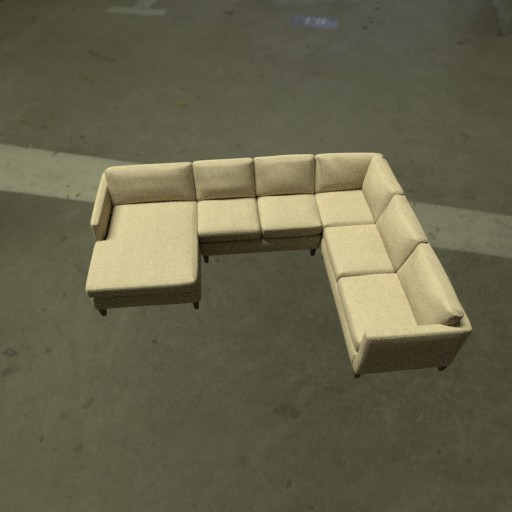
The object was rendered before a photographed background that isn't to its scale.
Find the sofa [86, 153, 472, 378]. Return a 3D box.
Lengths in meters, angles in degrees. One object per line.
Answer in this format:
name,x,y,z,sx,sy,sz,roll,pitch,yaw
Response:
sofa,0.000,0.000,4.657,3.460,0.959,2.593,-4,46,-4
